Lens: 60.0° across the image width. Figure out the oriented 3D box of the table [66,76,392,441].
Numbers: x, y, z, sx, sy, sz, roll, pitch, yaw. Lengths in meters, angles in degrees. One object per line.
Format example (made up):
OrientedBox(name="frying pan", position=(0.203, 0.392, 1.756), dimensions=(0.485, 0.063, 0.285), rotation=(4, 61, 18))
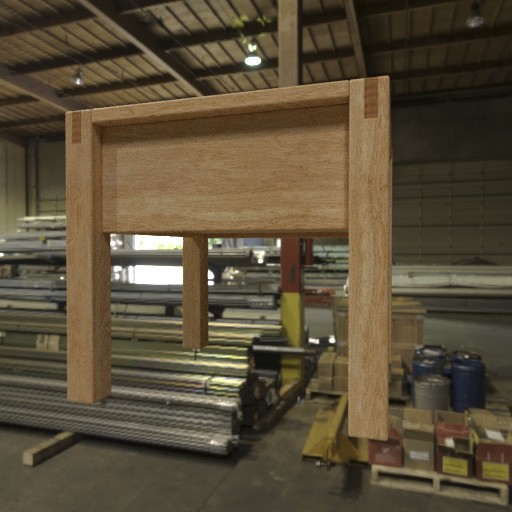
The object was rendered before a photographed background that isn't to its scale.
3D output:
OrientedBox(name="table", position=(0.000, 0.000, 0.825), dimensions=(0.480, 0.450, 0.440), rotation=(0, 1, 18))
